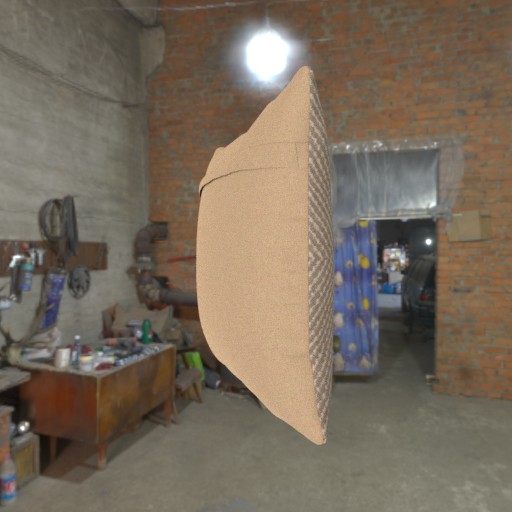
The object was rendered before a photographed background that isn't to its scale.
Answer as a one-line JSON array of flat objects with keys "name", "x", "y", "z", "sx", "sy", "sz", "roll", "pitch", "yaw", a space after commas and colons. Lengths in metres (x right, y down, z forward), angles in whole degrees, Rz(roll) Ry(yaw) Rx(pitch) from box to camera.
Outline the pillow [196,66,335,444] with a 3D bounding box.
[{"name": "pillow", "x": 0.000, "y": 0.000, "z": 0.743, "sx": 0.181, "sy": 0.458, "sz": 0.459, "roll": 0, "pitch": 0, "yaw": -19}]
